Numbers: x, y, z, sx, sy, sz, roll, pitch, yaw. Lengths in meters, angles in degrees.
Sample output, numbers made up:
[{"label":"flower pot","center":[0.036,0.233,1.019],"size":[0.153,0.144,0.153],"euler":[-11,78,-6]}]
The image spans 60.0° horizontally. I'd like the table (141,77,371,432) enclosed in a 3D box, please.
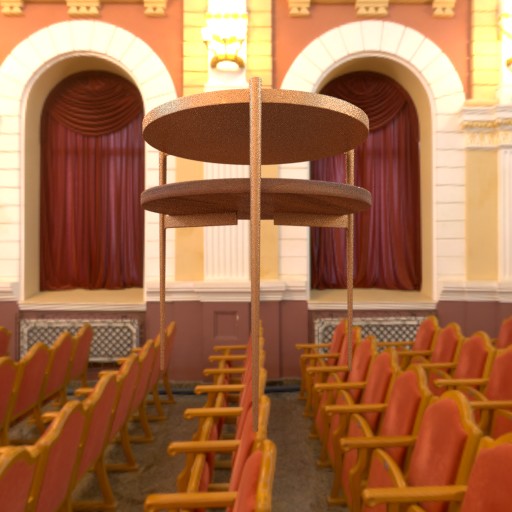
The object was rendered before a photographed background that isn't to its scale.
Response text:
[{"label":"table","center":[0.000,0.000,0.840],"size":[0.430,0.493,0.456],"euler":[0,-1,0]}]
